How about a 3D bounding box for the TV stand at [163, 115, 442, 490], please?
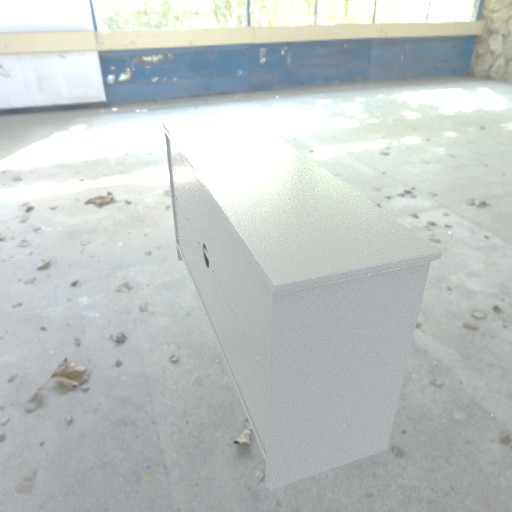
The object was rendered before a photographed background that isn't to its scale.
[{"bbox_3d":[0.000,0.000,1.423,0.344,0.603,1.167,-10,32,-17],"label":"TV stand"}]
